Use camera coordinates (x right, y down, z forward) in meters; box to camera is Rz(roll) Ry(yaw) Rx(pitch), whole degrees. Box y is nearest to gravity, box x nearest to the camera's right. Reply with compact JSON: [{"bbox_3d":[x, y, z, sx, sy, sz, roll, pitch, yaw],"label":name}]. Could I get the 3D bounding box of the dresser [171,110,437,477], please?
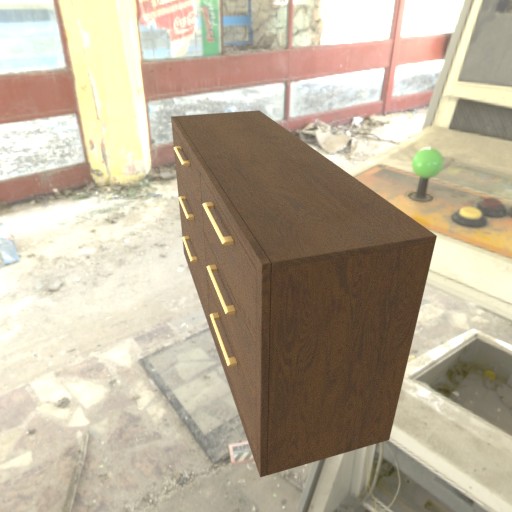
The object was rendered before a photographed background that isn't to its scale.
[{"bbox_3d":[0.000,0.000,1.937,0.512,0.889,1.523,-9,32,-15],"label":"dresser"}]
